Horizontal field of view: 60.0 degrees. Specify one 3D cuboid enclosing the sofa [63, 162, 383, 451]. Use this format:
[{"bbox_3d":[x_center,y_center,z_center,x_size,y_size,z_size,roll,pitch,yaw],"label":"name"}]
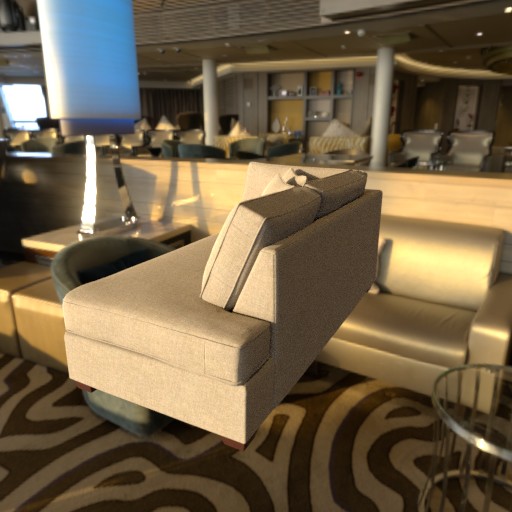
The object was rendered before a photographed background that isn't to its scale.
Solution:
[{"bbox_3d":[0.000,0.000,2.855,1.110,1.019,2.238,9,19,26],"label":"sofa"}]
